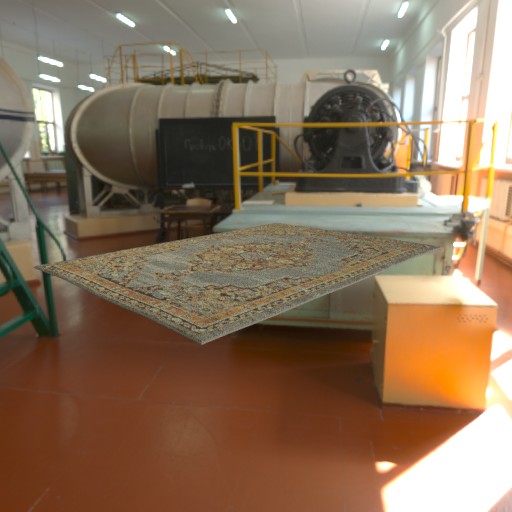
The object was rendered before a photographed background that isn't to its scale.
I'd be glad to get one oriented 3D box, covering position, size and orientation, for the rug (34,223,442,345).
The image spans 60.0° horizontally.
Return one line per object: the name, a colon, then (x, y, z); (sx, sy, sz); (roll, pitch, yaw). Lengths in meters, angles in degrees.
rug: (0.000, 0.000, 3.999); (2.158, 0.024, 3.063); (12, 18, 42)
